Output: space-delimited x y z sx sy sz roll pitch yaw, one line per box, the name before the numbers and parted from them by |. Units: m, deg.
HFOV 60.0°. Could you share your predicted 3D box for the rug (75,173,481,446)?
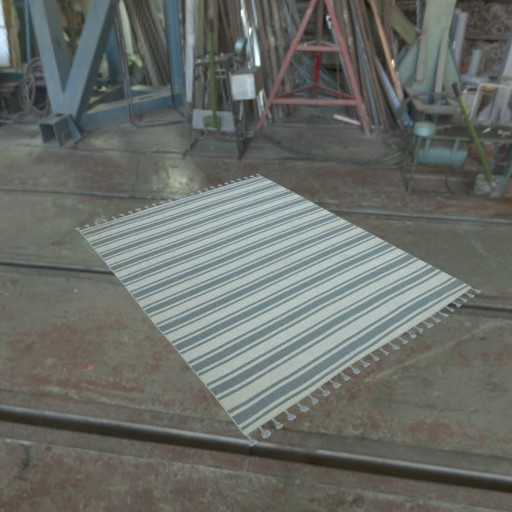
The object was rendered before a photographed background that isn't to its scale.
rug | 0.000 0.000 4.235 2.439 0.005 3.201 -22 39 -30
